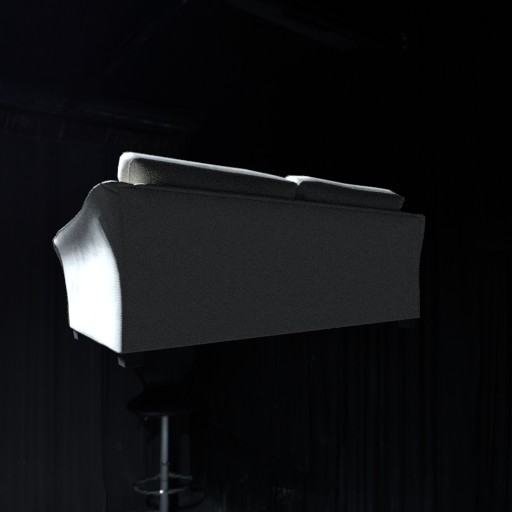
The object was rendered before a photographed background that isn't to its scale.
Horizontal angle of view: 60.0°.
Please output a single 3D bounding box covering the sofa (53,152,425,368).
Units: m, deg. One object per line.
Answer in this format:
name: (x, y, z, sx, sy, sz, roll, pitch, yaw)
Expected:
sofa: (0.000, 0.000, 2.818, 2.270, 0.965, 0.980, 1, -1, -36)
